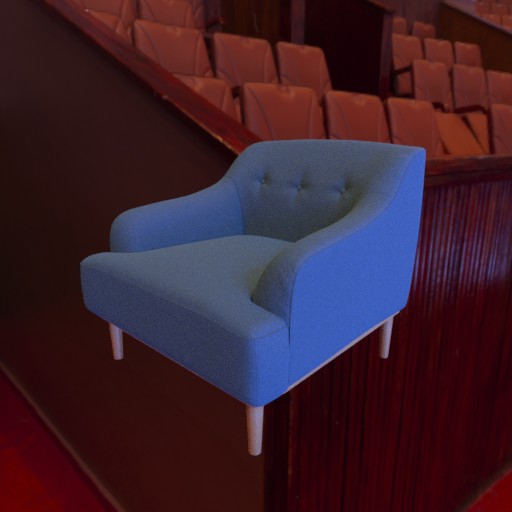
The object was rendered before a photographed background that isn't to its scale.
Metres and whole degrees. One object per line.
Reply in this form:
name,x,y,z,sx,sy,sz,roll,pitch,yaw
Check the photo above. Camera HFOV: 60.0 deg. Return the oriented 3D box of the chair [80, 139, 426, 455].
chair,0.000,0.000,1.631,0.946,0.818,0.951,15,22,43
